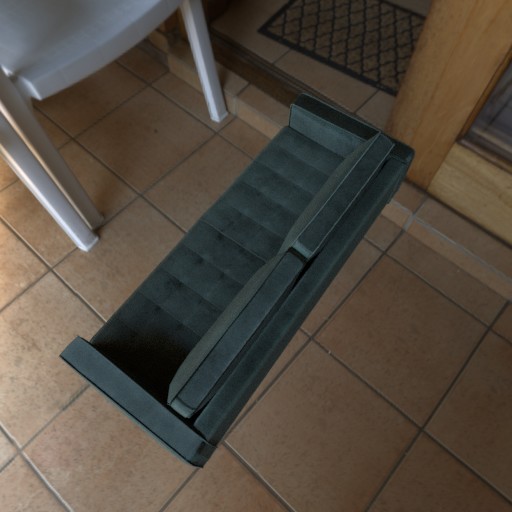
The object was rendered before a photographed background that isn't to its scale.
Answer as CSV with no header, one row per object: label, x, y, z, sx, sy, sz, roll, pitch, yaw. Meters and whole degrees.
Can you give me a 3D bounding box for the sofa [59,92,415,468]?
sofa,0.000,0.000,2.623,0.886,0.781,2.214,33,68,15
